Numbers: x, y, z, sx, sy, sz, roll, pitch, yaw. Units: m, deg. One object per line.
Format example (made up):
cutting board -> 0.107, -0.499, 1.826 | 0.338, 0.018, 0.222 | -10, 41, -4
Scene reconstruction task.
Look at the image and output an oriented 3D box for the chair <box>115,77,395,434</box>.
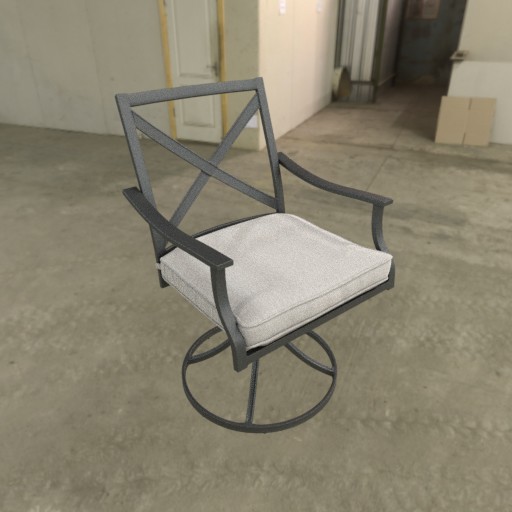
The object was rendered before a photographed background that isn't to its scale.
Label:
chair -> 0.000, 0.000, 1.314 | 0.575, 0.889, 0.620 | -21, 36, -32
